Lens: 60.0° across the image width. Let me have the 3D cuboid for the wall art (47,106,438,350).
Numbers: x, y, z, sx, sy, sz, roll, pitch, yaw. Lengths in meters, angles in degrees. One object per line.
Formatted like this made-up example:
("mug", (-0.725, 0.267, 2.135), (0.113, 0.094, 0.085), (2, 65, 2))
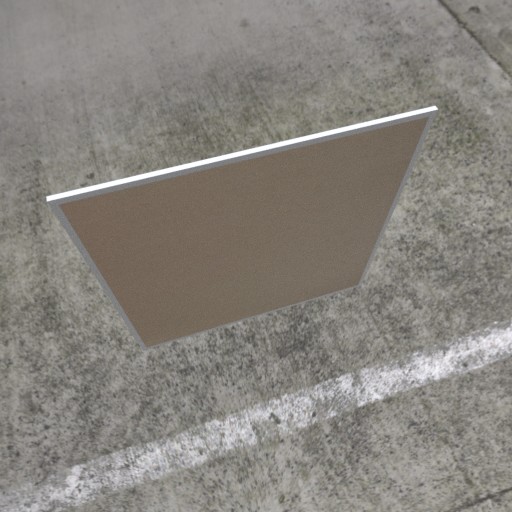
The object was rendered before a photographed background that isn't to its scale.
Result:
("wall art", (0.000, 0.000, 0.690), (0.456, 0.456, 0.007), (-15, 60, -9))
